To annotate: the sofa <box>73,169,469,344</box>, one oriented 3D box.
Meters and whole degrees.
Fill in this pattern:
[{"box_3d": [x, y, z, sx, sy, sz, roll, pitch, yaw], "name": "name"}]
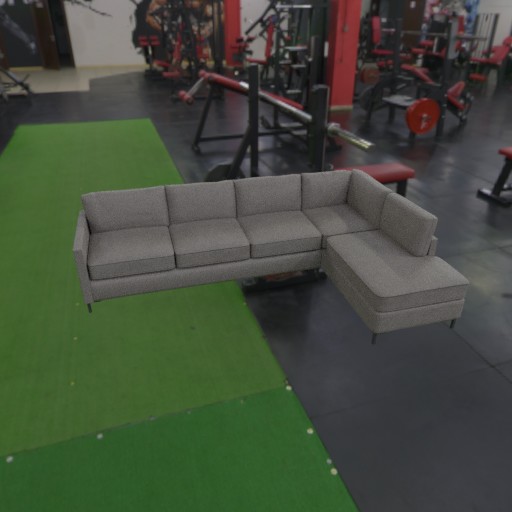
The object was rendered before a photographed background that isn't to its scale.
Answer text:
[{"box_3d": [0.000, 0.000, 4.355, 3.331, 0.964, 2.077, -8, 30, -13], "name": "sofa"}]
